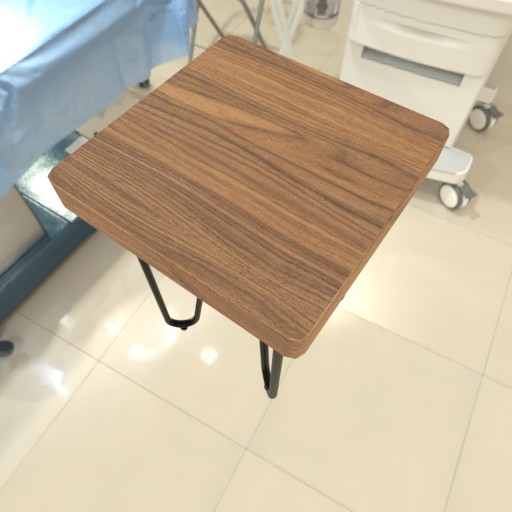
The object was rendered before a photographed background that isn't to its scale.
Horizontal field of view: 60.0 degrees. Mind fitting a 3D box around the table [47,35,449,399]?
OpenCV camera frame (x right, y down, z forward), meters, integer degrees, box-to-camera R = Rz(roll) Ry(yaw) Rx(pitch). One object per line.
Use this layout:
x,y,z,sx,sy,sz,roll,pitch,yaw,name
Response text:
0.000,0.000,0.989,0.480,0.641,0.479,31,63,18,table
